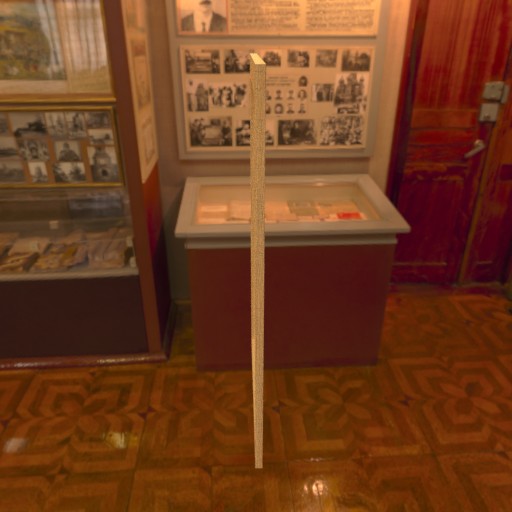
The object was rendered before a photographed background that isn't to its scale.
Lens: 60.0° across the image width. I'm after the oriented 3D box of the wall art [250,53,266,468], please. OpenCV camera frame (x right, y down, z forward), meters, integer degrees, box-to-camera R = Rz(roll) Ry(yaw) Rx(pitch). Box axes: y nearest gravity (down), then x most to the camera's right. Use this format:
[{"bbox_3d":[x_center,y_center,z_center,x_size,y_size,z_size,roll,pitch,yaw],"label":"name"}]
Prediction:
[{"bbox_3d":[0.000,0.000,0.835,0.013,0.683,0.381,-1,26,-1],"label":"wall art"}]
